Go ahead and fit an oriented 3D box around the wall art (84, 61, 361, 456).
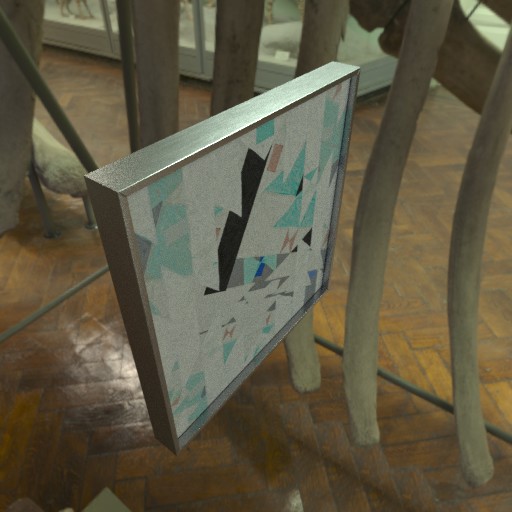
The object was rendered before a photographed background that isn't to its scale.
[{"bbox_3d":[0.000,0.000,0.518,0.038,0.350,0.350,25,45,28],"label":"wall art"}]
